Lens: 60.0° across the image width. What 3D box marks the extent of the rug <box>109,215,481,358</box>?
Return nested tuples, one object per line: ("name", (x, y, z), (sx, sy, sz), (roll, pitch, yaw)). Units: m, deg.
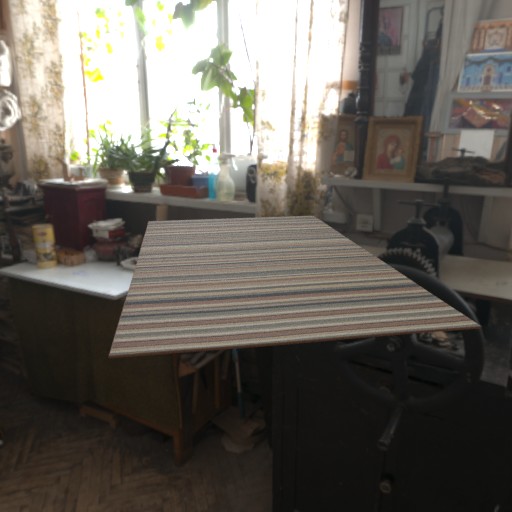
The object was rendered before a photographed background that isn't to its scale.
("rug", (0.000, 0.000, 2.909), (1.523, 0.014, 2.438), (-3, 17, -9))
